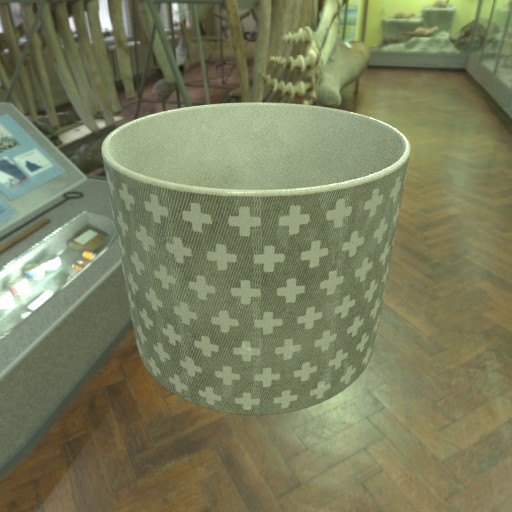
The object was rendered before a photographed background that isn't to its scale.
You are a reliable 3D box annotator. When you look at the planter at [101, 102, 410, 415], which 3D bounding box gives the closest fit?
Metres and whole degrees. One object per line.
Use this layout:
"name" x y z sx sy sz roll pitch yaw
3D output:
"planter" 0.000 0.000 0.330 0.190 0.181 0.190 0 31 0
